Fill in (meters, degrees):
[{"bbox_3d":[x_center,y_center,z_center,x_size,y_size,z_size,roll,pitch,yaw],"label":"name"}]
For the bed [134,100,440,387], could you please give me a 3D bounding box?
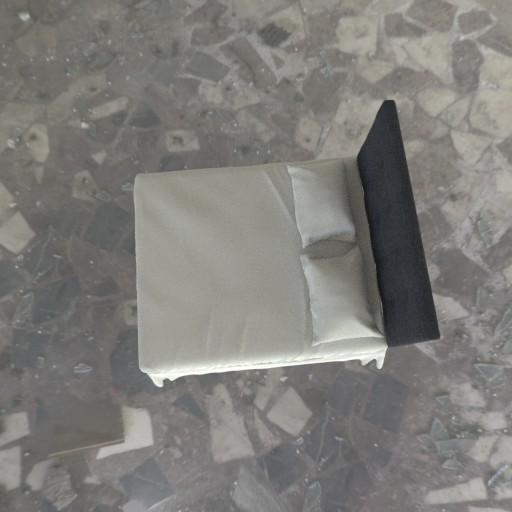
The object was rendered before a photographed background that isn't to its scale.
[{"bbox_3d":[0.000,0.000,3.542,2.222,1.577,1.936,-5,75,-1],"label":"bed"}]
